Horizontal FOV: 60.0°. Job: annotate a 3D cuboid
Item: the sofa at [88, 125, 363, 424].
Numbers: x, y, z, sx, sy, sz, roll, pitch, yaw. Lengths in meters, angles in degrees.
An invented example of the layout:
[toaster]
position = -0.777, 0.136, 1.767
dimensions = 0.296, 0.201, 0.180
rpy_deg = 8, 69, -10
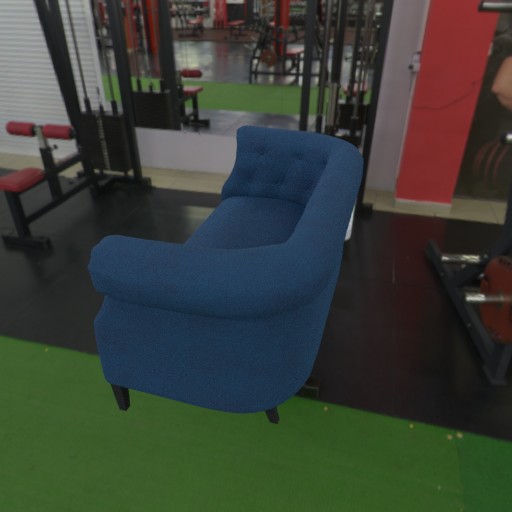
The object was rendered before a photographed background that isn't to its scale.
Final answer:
[sofa]
position = 0.000, 0.000, 2.084
dimensions = 0.835, 0.827, 1.558
rpy_deg = 9, 33, 15
